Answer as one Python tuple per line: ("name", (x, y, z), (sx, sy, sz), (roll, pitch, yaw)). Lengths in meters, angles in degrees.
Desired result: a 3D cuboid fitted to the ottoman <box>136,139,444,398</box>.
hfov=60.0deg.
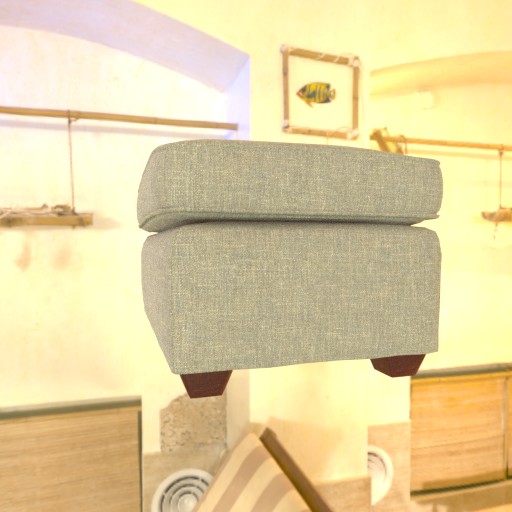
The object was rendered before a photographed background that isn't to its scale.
("ottoman", (0.000, 0.000, 1.115), (0.559, 0.457, 0.762), (0, 1, -18))
